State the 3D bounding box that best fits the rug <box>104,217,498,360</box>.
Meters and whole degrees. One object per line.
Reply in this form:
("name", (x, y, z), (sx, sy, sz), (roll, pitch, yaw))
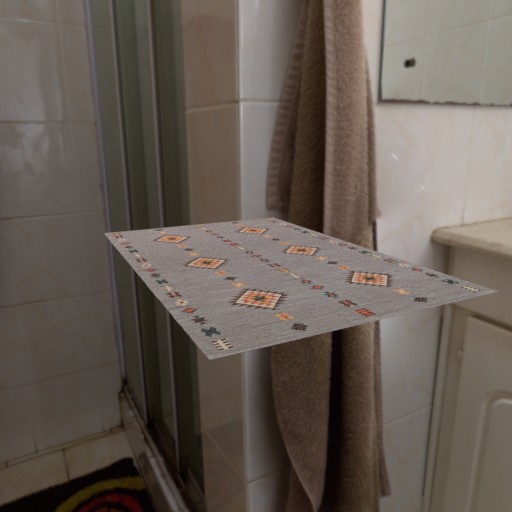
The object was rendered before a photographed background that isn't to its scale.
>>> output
("rug", (0.000, 0.000, 2.265), (1.217, 0.005, 1.818), (-8, 17, -26))
